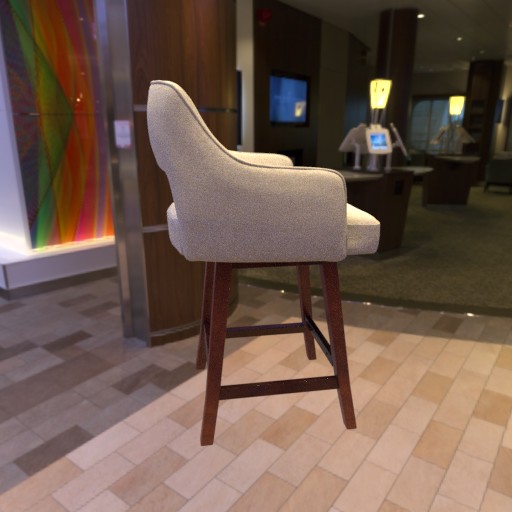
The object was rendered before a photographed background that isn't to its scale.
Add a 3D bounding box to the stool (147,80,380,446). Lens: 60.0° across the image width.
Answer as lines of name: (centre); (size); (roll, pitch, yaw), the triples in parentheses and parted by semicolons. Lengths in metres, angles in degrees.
stool: (0.000, 0.000, 1.292); (0.560, 0.936, 0.550); (-3, 17, -9)
